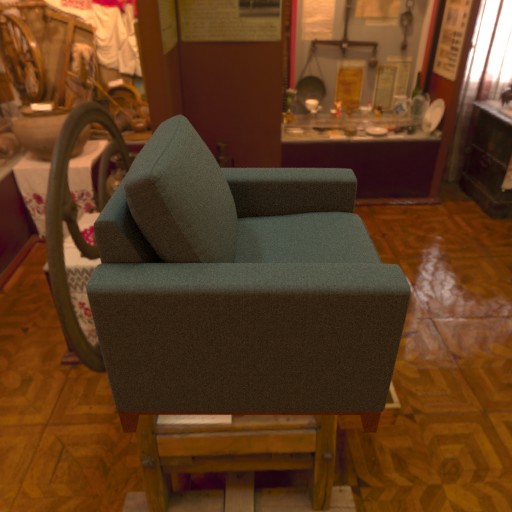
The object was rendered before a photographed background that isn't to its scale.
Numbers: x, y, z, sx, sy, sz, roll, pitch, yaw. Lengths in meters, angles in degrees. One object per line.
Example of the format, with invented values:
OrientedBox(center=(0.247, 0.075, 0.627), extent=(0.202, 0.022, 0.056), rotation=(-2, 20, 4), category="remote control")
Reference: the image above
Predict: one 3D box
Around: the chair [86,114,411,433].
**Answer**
OrientedBox(center=(0.000, 0.000, 1.874), extent=(1.038, 1.010, 1.024), rotation=(0, 32, 0), category="chair")
